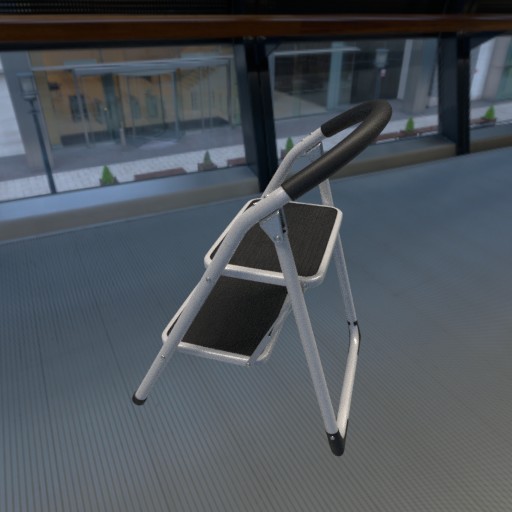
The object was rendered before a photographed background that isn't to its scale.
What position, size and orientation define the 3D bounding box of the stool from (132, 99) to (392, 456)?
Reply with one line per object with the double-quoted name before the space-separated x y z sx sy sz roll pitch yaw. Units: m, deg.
"stool" 0.000 0.000 1.096 0.559 0.760 0.453 9 32 14
